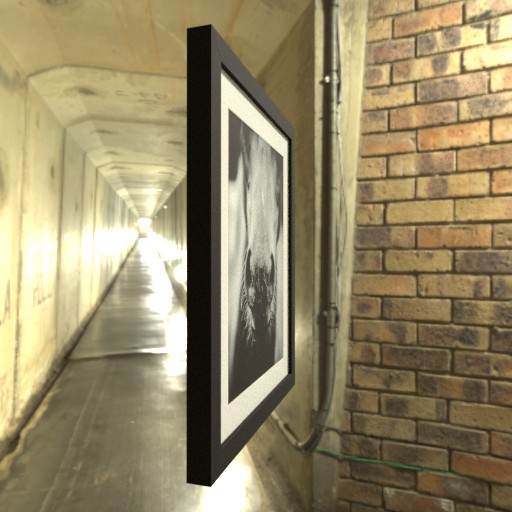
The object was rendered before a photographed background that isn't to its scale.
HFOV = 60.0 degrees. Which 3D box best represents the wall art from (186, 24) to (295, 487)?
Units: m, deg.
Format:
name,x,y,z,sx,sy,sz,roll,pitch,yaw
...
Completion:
name,x,y,z,sx,sy,sz,roll,pitch,yaw
wall art,0.000,0.000,0.756,0.033,0.559,0.457,0,0,18
